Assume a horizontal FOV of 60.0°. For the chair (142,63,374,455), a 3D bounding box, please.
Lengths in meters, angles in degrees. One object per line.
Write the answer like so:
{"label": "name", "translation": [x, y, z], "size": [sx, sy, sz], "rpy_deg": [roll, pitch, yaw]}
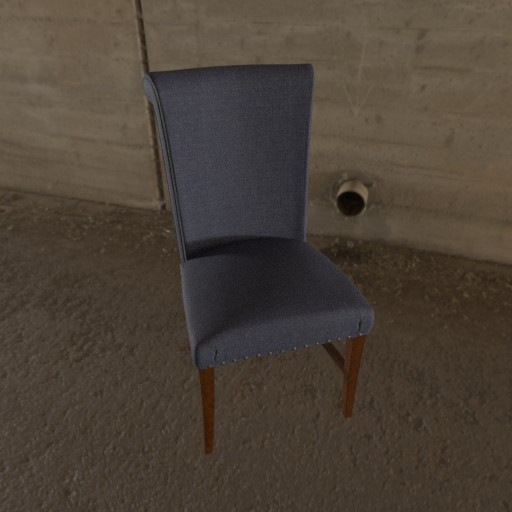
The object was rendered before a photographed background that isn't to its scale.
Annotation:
{"label": "chair", "translation": [0.000, 0.000, 1.343], "size": [0.513, 0.988, 0.608], "rpy_deg": [-9, 34, -14]}
